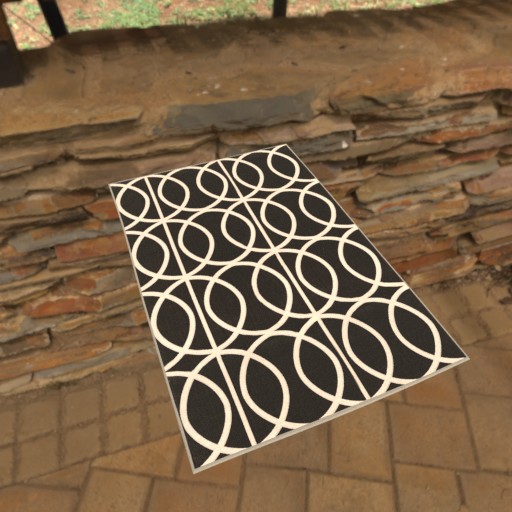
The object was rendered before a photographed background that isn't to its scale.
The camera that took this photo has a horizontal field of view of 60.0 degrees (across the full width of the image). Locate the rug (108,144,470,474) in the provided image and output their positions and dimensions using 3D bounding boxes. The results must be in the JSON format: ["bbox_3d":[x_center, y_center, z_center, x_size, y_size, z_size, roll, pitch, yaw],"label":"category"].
[{"bbox_3d":[0.000,0.000,2.878,1.528,0.014,2.294,-16,48,-15],"label":"rug"}]
